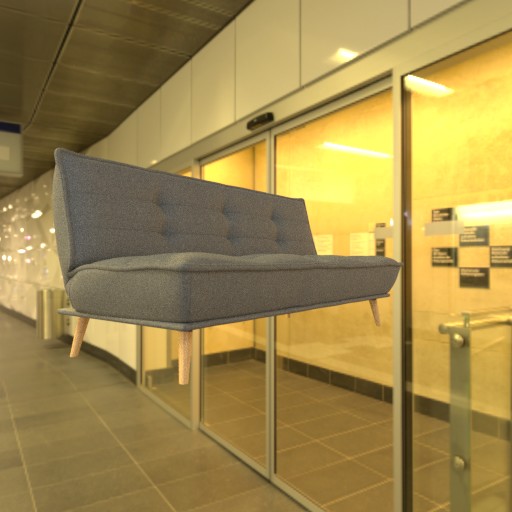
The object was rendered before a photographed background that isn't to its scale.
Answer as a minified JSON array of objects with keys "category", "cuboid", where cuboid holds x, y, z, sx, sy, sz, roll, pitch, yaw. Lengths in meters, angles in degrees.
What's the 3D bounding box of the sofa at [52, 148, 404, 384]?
[{"category":"sofa","cuboid":[0.000,0.000,2.398,0.950,0.890,1.940,-1,-1,38]}]
